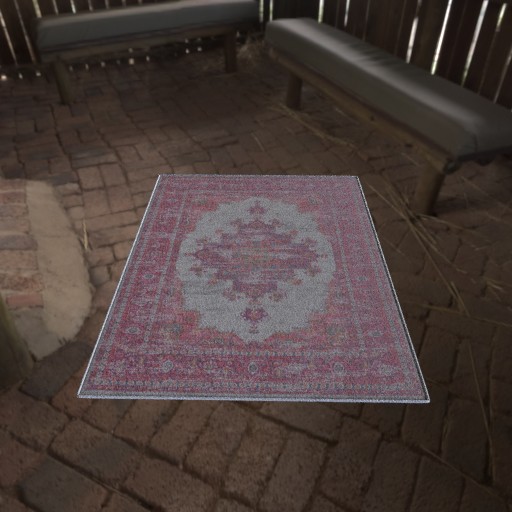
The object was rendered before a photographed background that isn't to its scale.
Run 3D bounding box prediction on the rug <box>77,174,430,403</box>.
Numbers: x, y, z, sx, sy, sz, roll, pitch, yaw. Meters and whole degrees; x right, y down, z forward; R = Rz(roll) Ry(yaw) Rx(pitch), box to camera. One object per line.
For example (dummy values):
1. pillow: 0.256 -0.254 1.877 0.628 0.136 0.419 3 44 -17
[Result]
1. rug: 0.000 0.000 4.256 2.447 0.017 3.123 1 39 1
